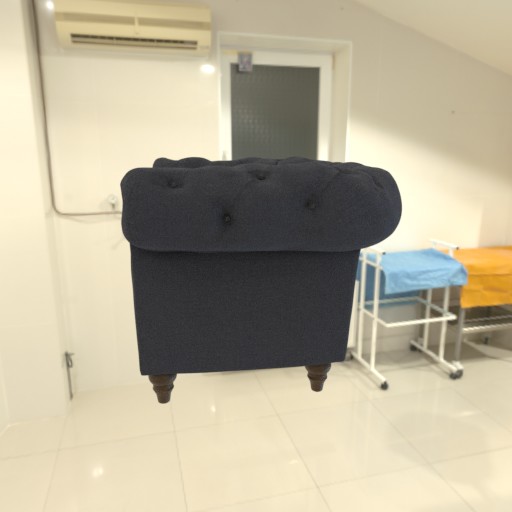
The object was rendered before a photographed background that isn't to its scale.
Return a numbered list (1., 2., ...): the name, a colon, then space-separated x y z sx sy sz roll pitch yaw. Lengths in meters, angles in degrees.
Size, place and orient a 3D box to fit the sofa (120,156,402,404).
1. sofa: 0.000 0.000 2.028 1.032 0.878 1.405 -2 14 -8
